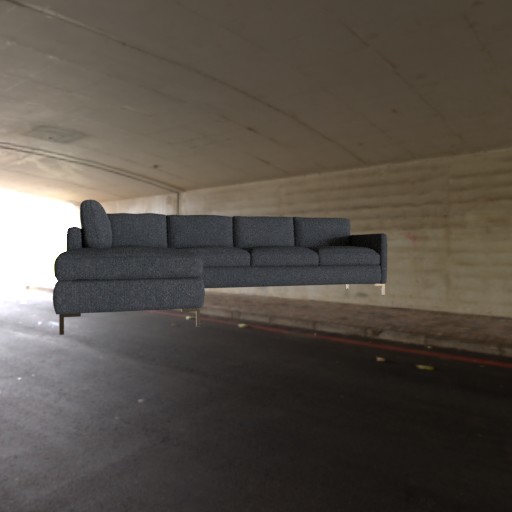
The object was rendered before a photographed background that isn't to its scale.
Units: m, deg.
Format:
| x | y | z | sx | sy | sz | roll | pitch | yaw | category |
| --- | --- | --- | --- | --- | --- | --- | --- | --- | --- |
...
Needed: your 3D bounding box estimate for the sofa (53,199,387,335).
| x | y | z | sx | sy | sz | roll | pitch | yaw | category |
| --- | --- | --- | --- | --- | --- | --- | --- | --- | --- |
| 0.000 | 0.000 | 3.769 | 2.949 | 0.815 | 2.007 | 0 | 1 | -18 | sofa |
